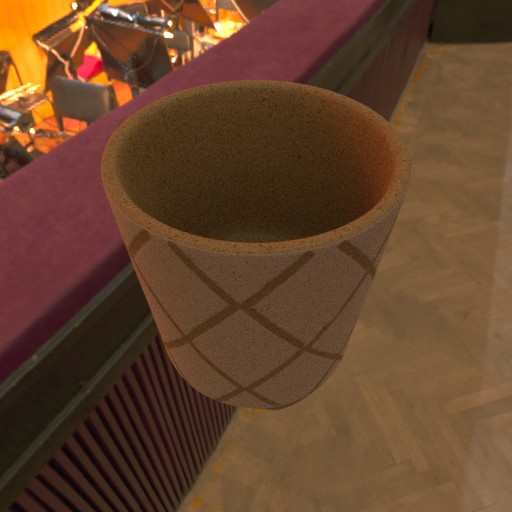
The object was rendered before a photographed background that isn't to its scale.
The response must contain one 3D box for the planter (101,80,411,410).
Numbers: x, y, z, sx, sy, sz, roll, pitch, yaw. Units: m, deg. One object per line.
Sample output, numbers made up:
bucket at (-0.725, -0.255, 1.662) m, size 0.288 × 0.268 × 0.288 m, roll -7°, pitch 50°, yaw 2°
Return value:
planter at (0.000, 0.000, 0.350) m, size 0.191 × 0.199 × 0.191 m, roll 0°, pitch 46°, yaw 0°
